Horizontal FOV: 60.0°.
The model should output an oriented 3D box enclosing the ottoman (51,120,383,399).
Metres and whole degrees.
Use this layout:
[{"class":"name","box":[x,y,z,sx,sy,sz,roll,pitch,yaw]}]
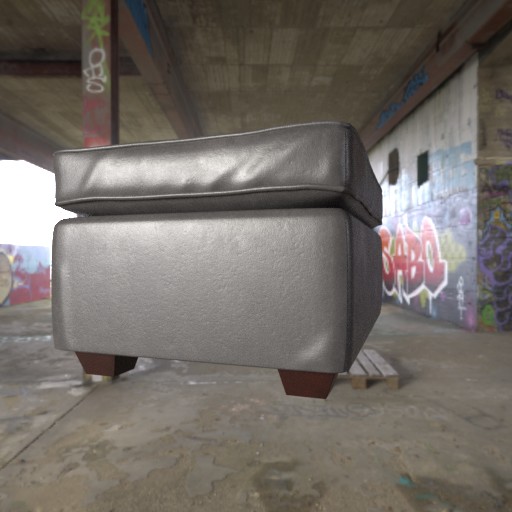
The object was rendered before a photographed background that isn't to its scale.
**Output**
[{"class":"ottoman","box":[0.000,0.000,1.062,0.554,0.445,0.756,0,0,19]}]
